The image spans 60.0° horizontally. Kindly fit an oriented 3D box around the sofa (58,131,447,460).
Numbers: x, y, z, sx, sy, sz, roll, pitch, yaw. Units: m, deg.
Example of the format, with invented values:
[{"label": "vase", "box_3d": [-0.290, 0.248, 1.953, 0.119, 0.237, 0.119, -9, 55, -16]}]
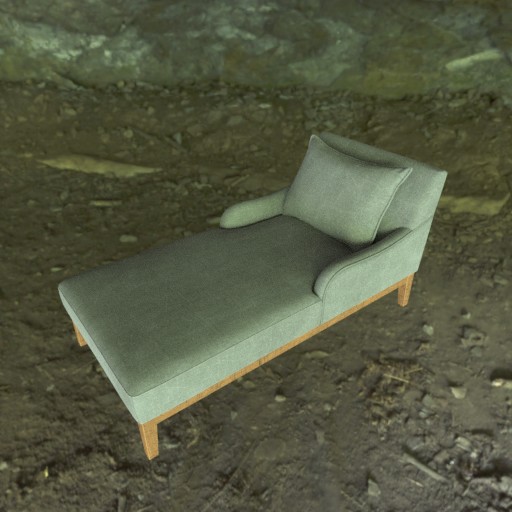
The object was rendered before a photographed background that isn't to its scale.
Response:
[{"label": "sofa", "box_3d": [0.000, 0.000, 2.284, 1.779, 0.859, 0.894, -22, 38, -31]}]
